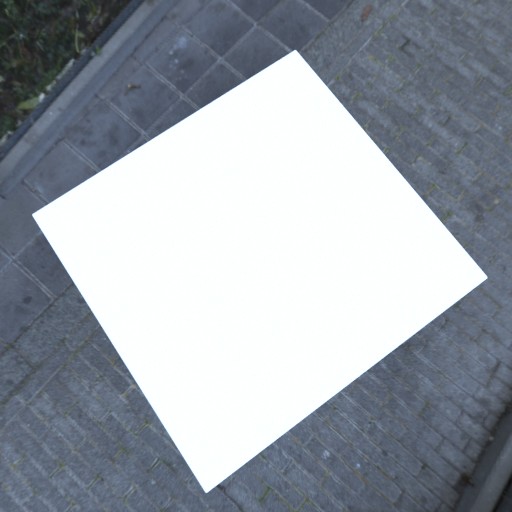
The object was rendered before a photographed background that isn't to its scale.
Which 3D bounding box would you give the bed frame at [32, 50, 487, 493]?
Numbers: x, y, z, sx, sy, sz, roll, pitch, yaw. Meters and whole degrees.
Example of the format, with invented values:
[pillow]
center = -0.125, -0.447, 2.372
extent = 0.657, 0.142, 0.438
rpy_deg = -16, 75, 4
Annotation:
[bed frame]
center = 0.000, 0.000, 2.962
extent = 2.032, 0.559, 1.930
rpy_deg = -35, 79, -8
